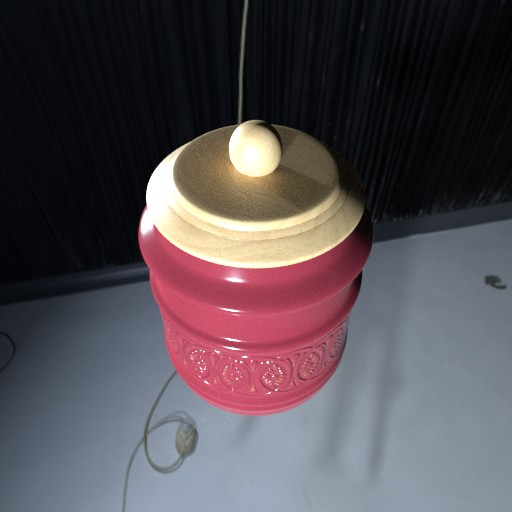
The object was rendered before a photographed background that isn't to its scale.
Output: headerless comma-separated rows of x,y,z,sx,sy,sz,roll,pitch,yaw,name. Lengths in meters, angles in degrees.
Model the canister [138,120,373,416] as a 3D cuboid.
0.000,0.000,0.270,0.130,0.176,0.130,0,46,0,canister
